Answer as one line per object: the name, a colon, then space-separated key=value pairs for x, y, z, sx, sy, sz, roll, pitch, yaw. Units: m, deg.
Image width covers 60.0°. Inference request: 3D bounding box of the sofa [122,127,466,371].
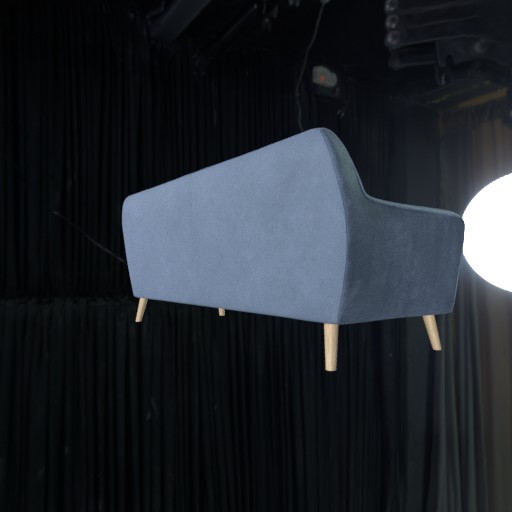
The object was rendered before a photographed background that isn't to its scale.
sofa: x=0.000 y=0.000 z=2.421 sx=0.841 sy=0.832 sz=1.975 roll=1 pitch=-2 yaw=-36
